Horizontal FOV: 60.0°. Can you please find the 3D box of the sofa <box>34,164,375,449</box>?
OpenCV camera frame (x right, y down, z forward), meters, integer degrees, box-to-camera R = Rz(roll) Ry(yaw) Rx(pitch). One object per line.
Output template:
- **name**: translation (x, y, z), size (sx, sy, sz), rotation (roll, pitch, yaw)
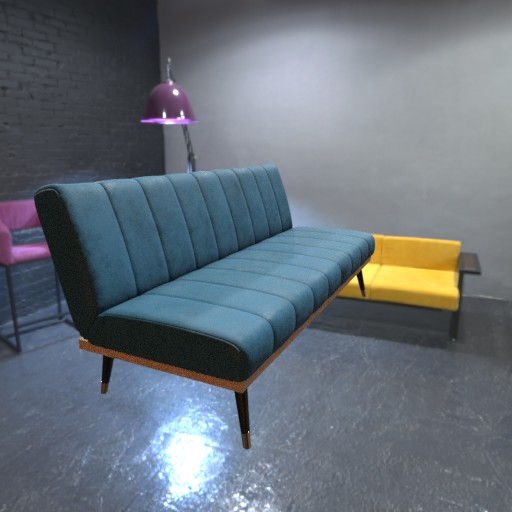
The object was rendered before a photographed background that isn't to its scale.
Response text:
- **sofa**: translation (0.000, 0.000, 2.214), size (0.830, 0.825, 1.810), rotation (7, 16, 26)
